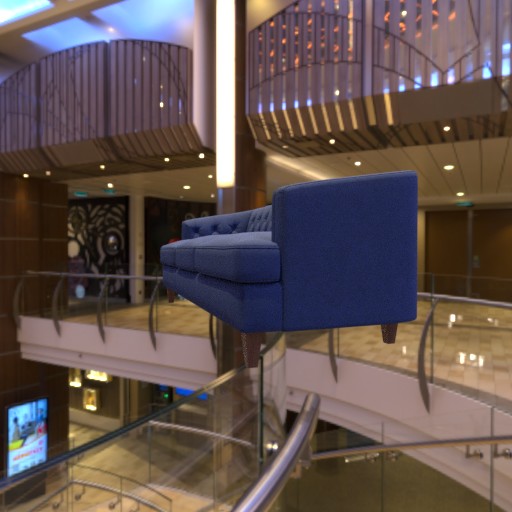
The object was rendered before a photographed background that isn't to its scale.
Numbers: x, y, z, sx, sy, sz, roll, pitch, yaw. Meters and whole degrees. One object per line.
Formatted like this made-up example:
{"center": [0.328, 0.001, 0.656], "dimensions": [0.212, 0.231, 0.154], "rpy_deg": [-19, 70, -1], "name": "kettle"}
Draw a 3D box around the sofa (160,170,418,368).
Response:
{"center": [0.000, 0.000, 2.745], "dimensions": [0.914, 0.787, 2.235], "rpy_deg": [0, 1, -19], "name": "sofa"}
